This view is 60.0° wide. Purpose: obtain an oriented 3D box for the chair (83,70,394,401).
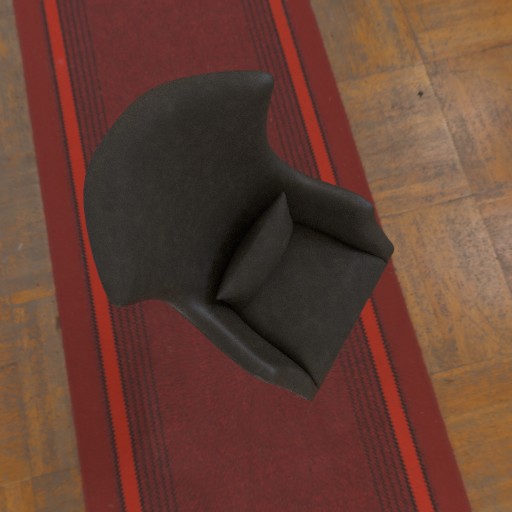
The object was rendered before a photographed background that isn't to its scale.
[{"bbox_3d":[0.000,0.000,1.700,0.954,1.068,0.819,30,78,7],"label":"chair"}]
